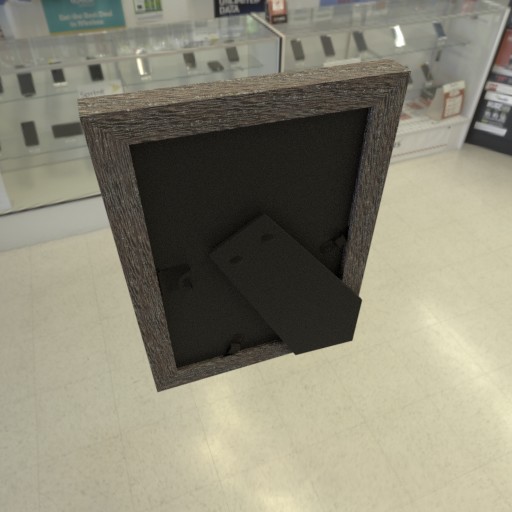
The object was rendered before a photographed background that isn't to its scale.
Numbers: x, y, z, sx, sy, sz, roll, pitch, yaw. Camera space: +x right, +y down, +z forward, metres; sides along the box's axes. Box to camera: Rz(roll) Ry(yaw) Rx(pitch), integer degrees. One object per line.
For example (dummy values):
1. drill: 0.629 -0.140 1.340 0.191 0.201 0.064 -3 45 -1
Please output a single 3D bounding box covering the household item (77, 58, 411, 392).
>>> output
1. household item: 0.000 0.000 0.234 0.133 0.180 0.020 -13 44 -14
